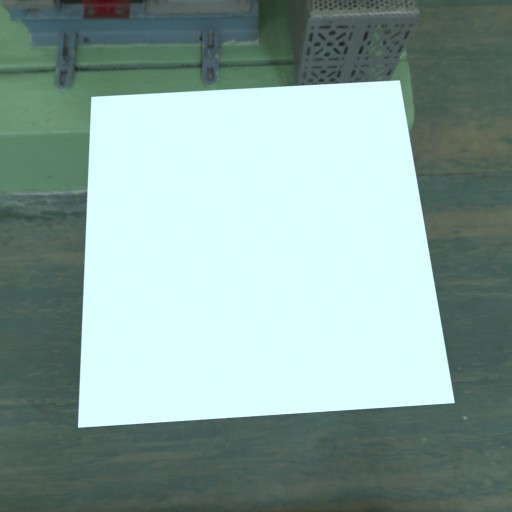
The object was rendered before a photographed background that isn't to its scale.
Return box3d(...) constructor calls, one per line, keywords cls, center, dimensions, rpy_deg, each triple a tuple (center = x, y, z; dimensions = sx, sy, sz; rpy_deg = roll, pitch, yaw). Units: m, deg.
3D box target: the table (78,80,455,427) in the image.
box3d(cls="table", center=(0.000, 0.000, 1.023), dimensions=(0.670, 0.305, 0.670), rpy_deg=(-3, 75, -1))
